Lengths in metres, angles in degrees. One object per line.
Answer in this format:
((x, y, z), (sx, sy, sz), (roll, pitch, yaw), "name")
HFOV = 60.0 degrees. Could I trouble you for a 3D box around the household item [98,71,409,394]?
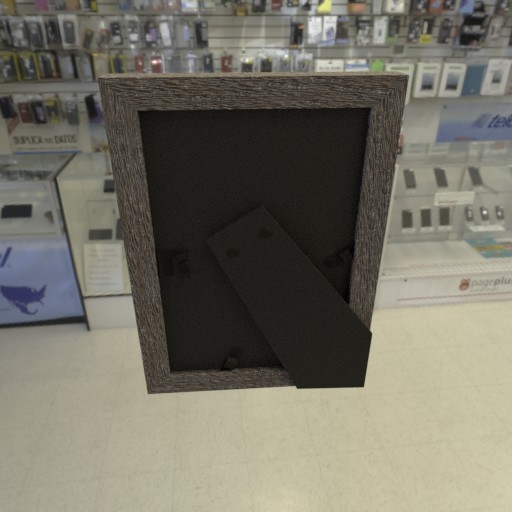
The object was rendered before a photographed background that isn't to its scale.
((0.000, 0.000, 0.236), (0.133, 0.180, 0.020), (-2, 28, -4), "household item")
